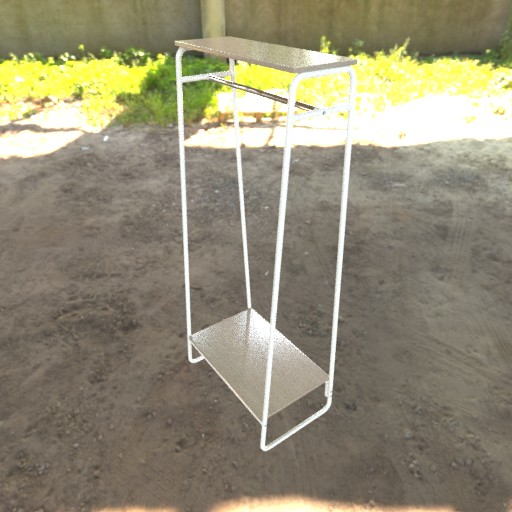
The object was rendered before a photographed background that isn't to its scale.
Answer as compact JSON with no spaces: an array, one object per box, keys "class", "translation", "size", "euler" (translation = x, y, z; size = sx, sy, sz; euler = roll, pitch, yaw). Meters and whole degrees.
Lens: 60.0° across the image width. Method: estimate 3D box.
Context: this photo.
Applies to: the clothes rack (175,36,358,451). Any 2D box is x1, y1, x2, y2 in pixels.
[{"class":"clothes rack","translation":[0.000,0.000,1.771],"size":[0.400,1.512,0.640],"euler":[-21,38,-30]}]
